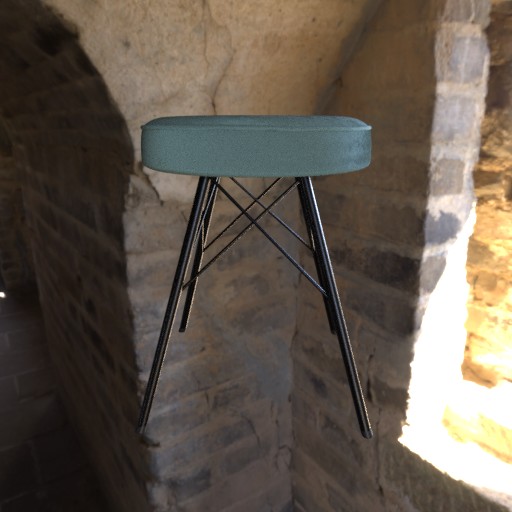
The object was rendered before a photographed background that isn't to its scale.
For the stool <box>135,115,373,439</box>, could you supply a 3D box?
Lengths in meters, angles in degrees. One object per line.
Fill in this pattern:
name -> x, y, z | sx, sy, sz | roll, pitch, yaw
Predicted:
stool -> 0.000, 0.000, 0.867 | 0.458, 0.519, 0.457 | 3, 17, 10
